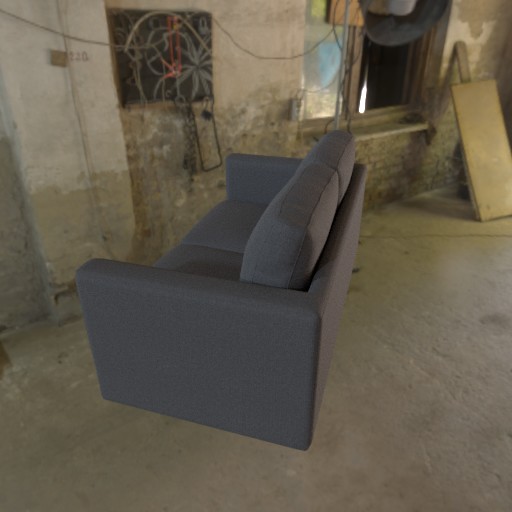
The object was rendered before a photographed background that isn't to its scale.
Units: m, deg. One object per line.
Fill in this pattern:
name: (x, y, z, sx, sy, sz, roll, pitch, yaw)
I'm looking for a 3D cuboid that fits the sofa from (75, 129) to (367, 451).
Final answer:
sofa: (0.000, 0.000, 1.957, 0.796, 0.908, 1.430, 8, 29, 15)
